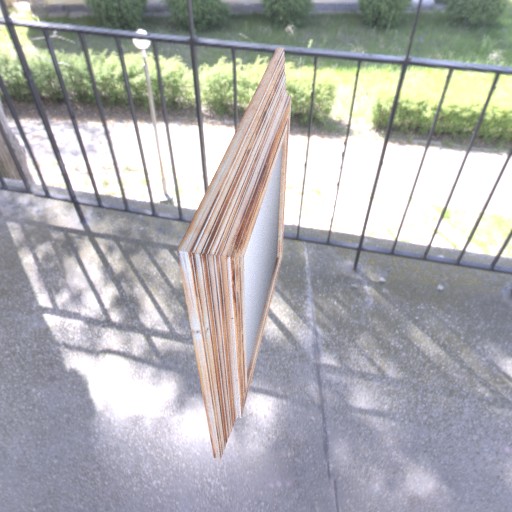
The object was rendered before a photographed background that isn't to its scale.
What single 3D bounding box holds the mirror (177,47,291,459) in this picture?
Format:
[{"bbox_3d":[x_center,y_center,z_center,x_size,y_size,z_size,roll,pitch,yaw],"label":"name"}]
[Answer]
[{"bbox_3d":[0.000,0.000,1.208,0.061,0.804,0.804,9,46,9],"label":"mirror"}]
